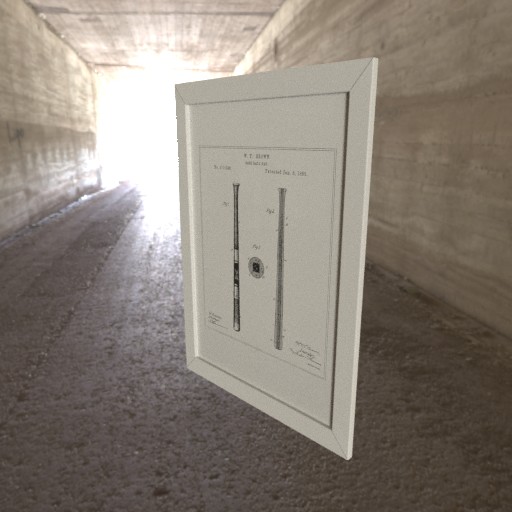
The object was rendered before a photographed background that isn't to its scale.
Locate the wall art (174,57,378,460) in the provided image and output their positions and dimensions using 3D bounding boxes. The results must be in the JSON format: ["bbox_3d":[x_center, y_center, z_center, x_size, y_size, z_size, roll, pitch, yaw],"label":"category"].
[{"bbox_3d":[0.000,0.000,0.689,0.374,0.529,0.012,14,21,42],"label":"wall art"}]
